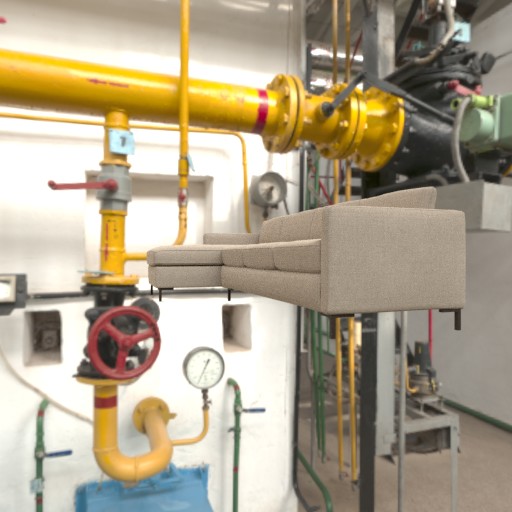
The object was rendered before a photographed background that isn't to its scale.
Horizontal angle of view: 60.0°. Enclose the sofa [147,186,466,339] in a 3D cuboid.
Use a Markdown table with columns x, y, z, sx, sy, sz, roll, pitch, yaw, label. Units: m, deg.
| x | y | z | sx | sy | sz | roll | pitch | yaw | label |
| --- | --- | --- | --- | --- | --- | --- | --- | --- | --- |
| 0.000 | 0.000 | 3.542 | 1.469 | 0.816 | 2.923 | 0 | 0 | -19 | sofa |
